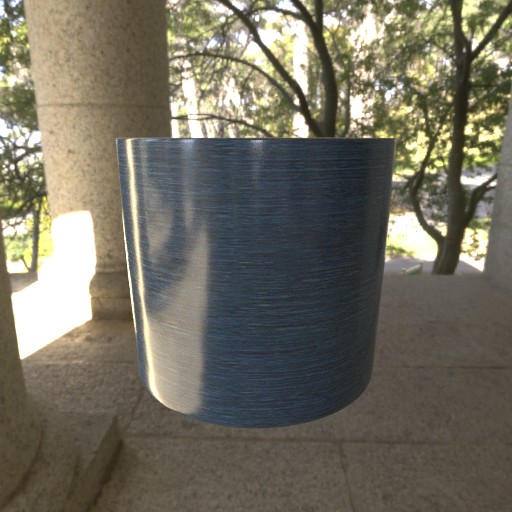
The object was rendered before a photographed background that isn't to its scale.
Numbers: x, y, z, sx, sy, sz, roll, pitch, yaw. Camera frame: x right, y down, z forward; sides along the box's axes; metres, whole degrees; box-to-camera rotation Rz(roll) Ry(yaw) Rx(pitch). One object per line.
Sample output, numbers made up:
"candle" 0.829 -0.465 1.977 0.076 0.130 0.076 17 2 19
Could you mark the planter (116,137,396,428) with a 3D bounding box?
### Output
"planter" 0.000 0.000 0.391 0.221 0.201 0.221 0 15 0
